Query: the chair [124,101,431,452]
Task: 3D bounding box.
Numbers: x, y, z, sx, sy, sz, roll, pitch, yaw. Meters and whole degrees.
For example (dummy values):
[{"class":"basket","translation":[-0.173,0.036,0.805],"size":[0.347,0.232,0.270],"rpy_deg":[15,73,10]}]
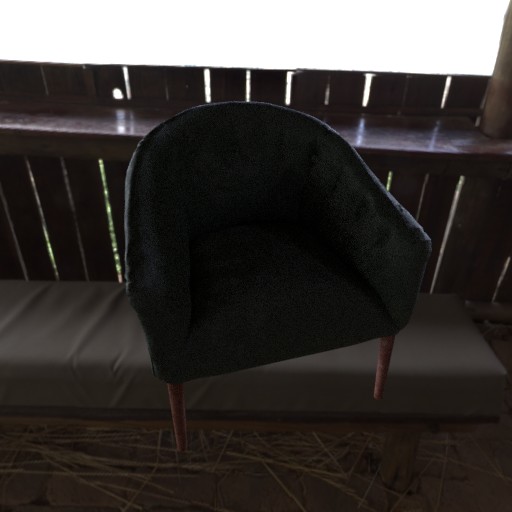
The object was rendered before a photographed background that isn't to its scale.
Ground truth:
[{"class":"chair","translation":[0.000,0.000,1.519],"size":[0.851,0.885,0.776],"rpy_deg":[-9,32,-15]}]
